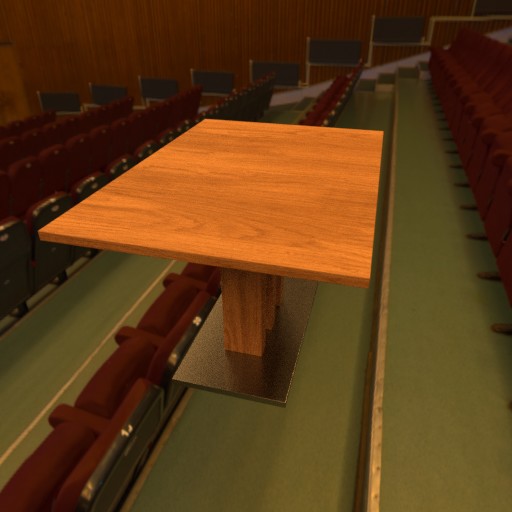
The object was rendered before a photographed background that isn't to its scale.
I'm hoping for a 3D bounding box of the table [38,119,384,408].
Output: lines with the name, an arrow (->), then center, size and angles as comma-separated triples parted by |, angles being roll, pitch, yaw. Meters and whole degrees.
table -> 0.000, 0.000, 1.862 | 0.900, 0.770, 1.300 | 8, 32, 13
